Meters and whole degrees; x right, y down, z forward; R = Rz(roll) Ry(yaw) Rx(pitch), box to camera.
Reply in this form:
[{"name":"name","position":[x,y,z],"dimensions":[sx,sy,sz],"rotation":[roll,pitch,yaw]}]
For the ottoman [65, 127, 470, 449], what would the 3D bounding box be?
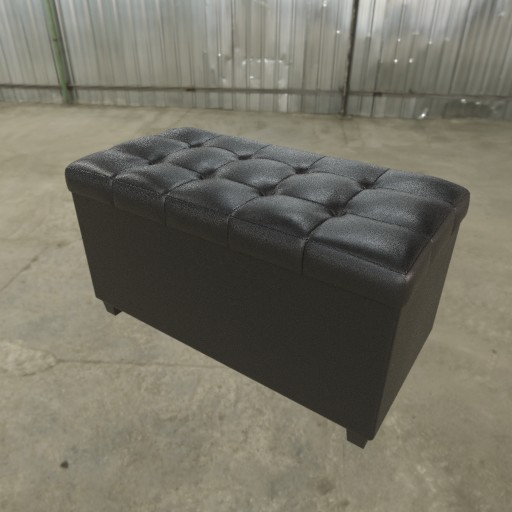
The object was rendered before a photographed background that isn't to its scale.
[{"name":"ottoman","position":[0.000,0.000,1.100],"dimensions":[0.838,0.470,0.432],"rotation":[20,36,29]}]
